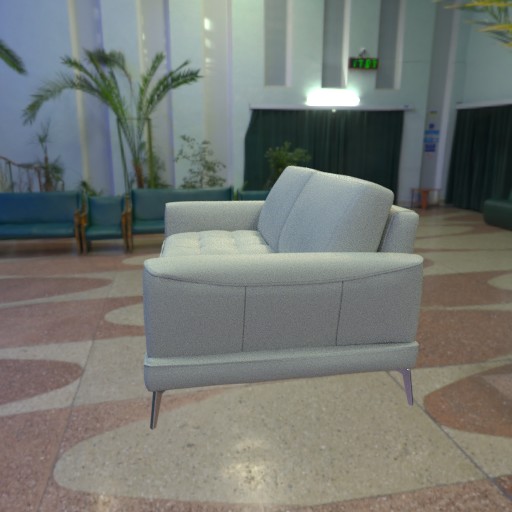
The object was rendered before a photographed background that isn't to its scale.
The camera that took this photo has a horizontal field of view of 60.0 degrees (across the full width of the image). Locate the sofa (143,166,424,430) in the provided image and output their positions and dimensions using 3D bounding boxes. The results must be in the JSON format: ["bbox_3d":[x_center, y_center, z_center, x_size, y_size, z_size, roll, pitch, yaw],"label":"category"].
[{"bbox_3d":[0.000,0.000,2.474,1.121,0.930,1.819,-2,14,-8],"label":"sofa"}]
